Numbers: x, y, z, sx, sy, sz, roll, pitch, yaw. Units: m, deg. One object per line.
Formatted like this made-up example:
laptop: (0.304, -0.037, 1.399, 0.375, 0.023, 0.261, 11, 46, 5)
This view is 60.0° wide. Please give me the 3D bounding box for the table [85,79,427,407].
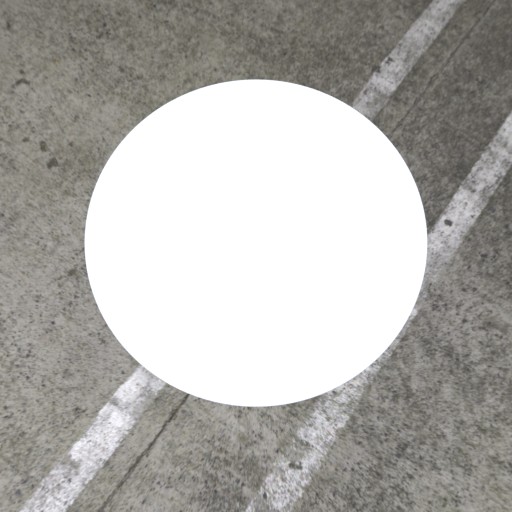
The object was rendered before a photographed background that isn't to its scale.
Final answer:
table: (0.000, 0.000, 0.971, 0.600, 0.400, 0.600, 0, 75, 0)
